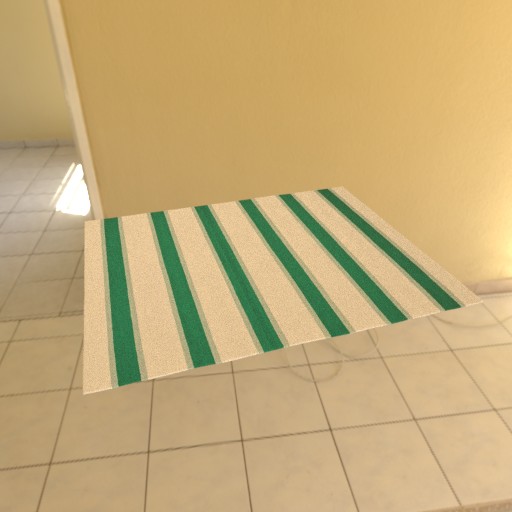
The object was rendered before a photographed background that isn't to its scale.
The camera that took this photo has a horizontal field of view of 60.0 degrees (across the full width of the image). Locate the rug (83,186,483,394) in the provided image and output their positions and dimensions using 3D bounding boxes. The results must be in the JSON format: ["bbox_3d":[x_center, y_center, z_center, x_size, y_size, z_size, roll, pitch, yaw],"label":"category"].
[{"bbox_3d":[0.000,0.000,4.120,3.041,0.019,2.434,-10,33,-15],"label":"rug"}]
